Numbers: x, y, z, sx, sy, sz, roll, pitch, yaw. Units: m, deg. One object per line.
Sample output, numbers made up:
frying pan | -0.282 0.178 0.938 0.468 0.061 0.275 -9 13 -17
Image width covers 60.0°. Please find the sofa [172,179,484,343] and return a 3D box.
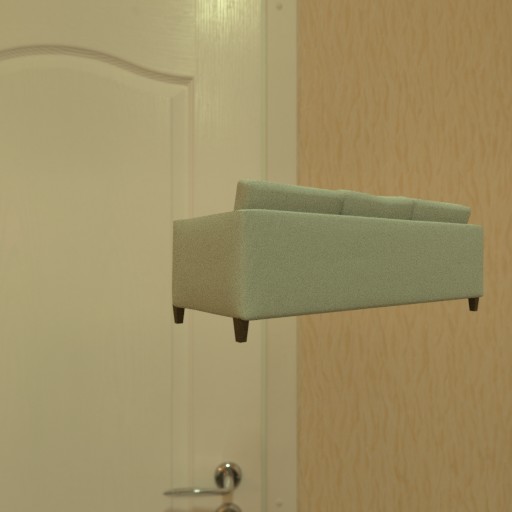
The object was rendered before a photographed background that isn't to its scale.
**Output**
sofa | 0.000 0.000 4.431 2.522 0.934 3.333 0 0 -35
